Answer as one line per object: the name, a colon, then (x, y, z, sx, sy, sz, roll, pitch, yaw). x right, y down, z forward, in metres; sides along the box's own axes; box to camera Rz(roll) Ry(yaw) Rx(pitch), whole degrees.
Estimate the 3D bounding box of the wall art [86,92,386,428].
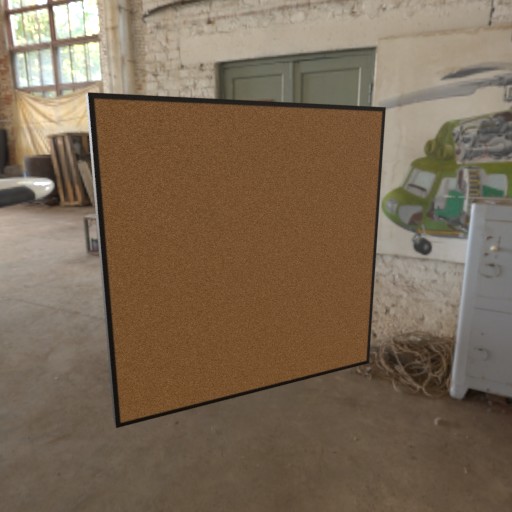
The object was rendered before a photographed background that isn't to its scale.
wall art: (0.000, 0.000, 0.773, 0.513, 0.511, 0.028, -6, 15, -25)
